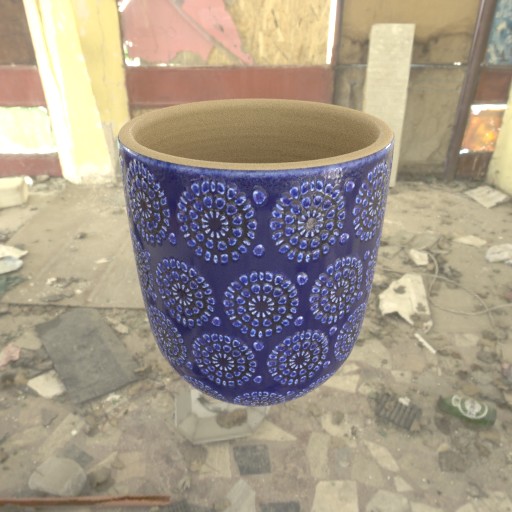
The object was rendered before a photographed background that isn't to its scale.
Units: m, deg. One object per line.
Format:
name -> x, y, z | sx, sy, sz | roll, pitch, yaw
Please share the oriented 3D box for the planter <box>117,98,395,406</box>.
planter -> 0.000, 0.000, 0.350 | 0.184, 0.206, 0.184 | 0, 30, 0
